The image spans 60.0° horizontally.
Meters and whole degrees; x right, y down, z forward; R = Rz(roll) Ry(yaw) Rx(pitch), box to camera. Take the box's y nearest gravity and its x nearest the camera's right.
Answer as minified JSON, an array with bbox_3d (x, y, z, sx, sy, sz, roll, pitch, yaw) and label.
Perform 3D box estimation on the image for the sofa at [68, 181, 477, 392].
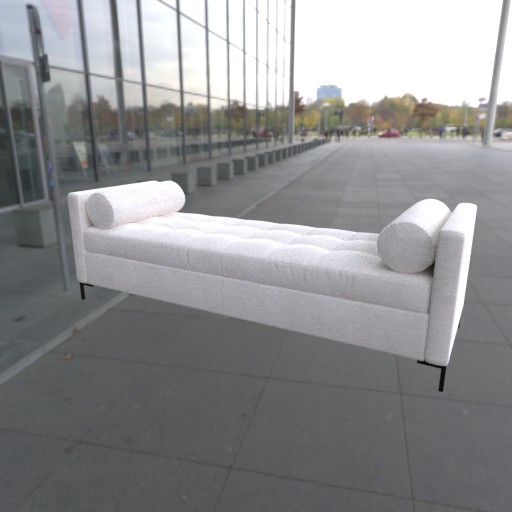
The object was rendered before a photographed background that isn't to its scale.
[{"bbox_3d":[0.000,0.000,2.316,1.981,0.635,0.686,9,18,28],"label":"sofa"}]
